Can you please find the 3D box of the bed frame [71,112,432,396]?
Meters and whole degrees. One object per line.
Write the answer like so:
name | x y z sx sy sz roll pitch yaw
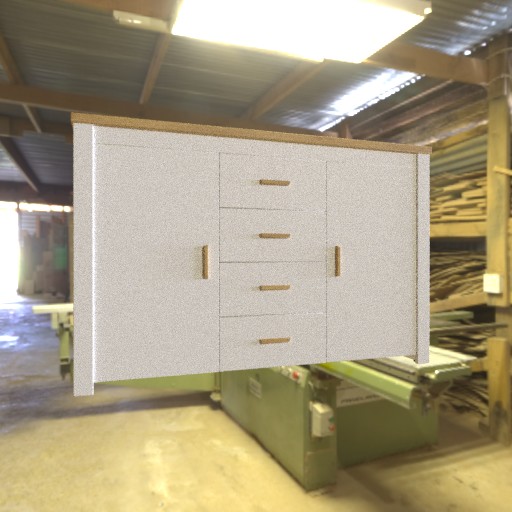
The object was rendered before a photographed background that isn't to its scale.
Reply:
bed frame | 0.000 0.000 1.721 1.300 0.850 0.430 0 0 -19
